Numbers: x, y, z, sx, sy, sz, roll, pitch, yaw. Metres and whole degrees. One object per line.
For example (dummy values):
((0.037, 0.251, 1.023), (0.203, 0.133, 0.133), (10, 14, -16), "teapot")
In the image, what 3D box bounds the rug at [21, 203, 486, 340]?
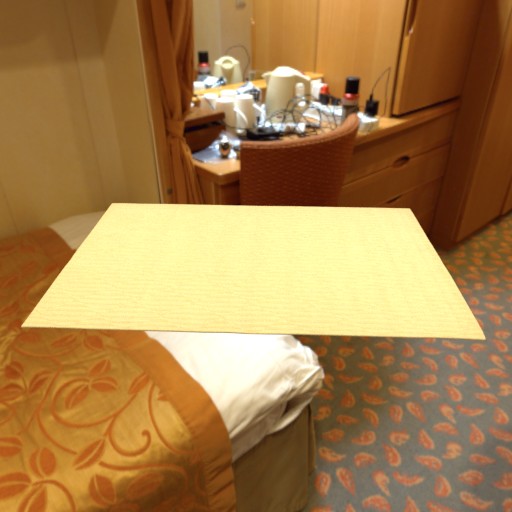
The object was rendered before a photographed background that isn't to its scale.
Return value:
((0.000, 0.000, 2.959), (2.441, 0.014, 1.531), (1, 32, 2), "rug")
